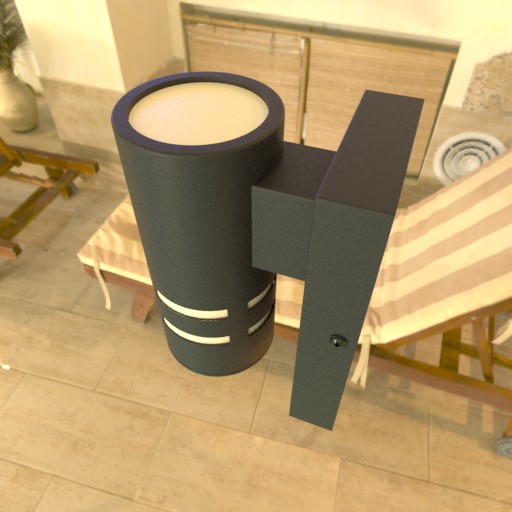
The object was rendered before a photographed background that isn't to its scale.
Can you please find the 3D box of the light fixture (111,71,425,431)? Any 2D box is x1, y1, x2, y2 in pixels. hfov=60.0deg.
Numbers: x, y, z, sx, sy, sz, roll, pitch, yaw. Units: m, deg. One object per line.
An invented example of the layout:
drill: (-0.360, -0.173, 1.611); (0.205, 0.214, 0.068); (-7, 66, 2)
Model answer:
light fixture: (0.000, 0.000, 0.263); (0.138, 0.179, 0.098); (15, 48, 15)
